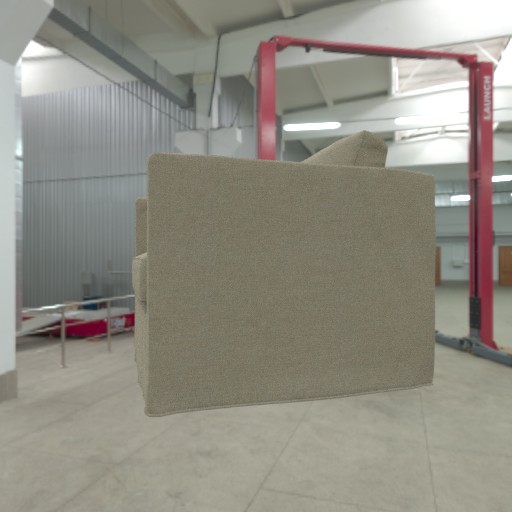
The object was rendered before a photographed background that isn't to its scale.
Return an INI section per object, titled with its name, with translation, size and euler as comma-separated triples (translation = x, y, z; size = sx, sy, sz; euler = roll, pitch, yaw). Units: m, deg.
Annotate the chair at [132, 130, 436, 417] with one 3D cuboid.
[chair]
translation = 0.000, 0.000, 1.799
size = 0.949, 0.863, 1.057
euler = 0, 0, -17
